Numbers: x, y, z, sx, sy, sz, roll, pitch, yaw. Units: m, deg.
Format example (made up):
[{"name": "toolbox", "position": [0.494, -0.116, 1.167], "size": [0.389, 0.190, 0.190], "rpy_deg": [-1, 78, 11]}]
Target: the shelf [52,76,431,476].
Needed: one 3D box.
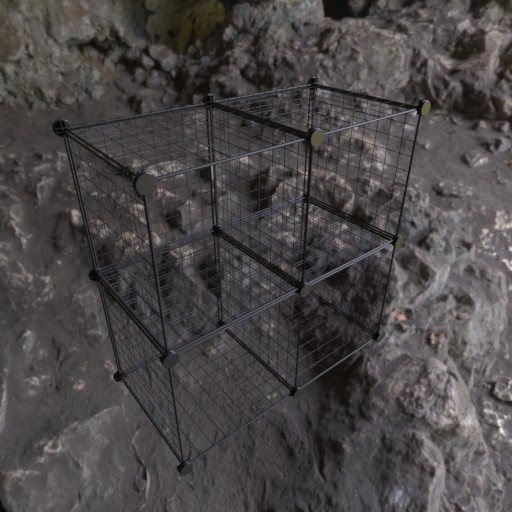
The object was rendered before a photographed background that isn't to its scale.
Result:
[{"name": "shelf", "position": [0.000, 0.000, 1.098], "size": [0.711, 0.711, 0.356], "rpy_deg": [-23, 39, -32]}]
